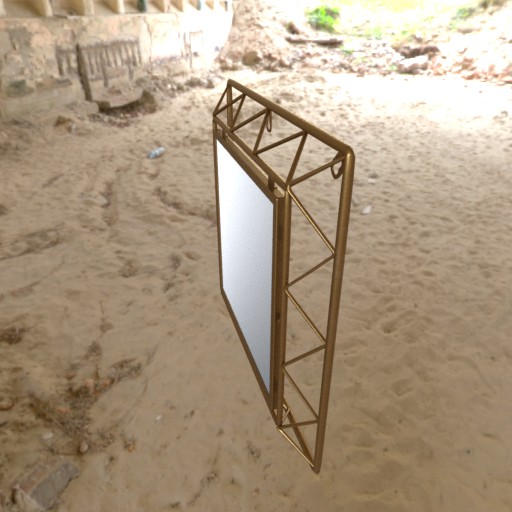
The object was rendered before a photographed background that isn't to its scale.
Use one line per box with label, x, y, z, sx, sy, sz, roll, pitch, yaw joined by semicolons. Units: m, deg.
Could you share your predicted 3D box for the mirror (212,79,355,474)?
mirror;0.000;0.000;0.620;0.046;0.414;0.416;-8;30;-15
